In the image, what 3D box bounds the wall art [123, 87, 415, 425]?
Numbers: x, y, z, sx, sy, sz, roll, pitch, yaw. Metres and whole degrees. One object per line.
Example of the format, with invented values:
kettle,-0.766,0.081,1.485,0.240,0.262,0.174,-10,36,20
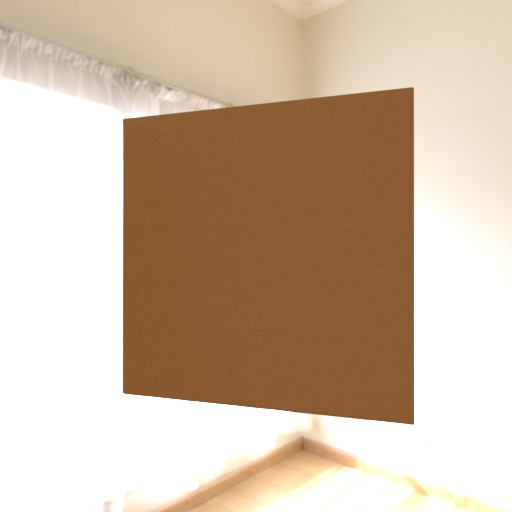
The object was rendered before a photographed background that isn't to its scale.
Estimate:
wall art,0.000,0.000,1.917,1.287,1.288,0.078,0,0,18
